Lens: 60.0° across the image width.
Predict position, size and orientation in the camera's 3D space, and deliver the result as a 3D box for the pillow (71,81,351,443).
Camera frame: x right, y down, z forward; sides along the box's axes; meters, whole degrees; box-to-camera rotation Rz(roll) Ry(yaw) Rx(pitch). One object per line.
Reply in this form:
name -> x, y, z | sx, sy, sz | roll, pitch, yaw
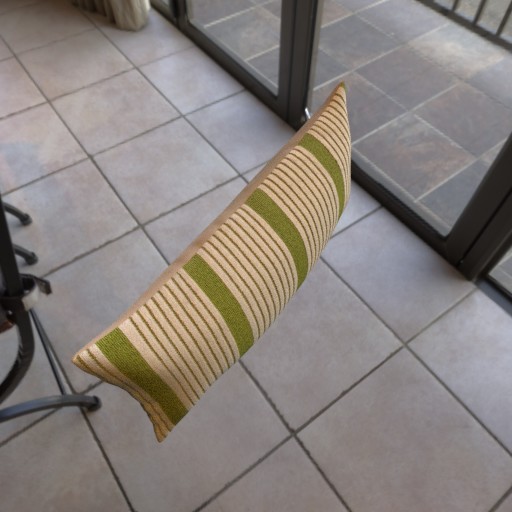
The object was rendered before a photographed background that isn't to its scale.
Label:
pillow -> 0.000, 0.000, 0.728 | 0.156, 0.292, 0.608 | 31, 62, 18
